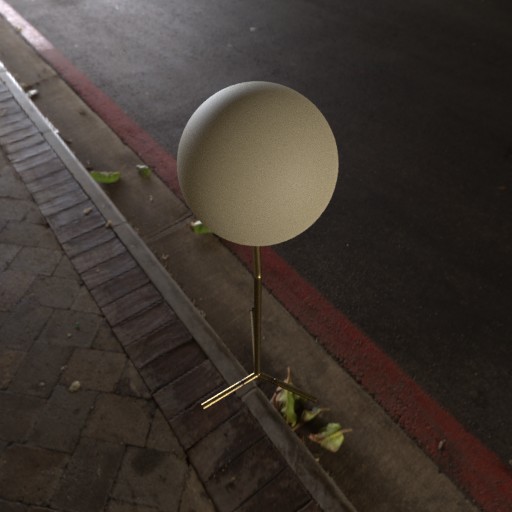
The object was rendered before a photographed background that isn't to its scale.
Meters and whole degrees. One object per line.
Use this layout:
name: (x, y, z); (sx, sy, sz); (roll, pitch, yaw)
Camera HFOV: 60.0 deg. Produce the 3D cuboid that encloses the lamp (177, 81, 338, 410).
lamp: (0.000, 0.000, 0.672); (0.210, 0.552, 0.251); (-3, 46, -3)
